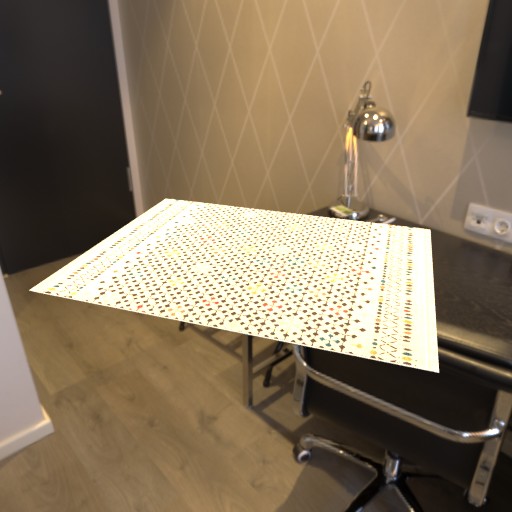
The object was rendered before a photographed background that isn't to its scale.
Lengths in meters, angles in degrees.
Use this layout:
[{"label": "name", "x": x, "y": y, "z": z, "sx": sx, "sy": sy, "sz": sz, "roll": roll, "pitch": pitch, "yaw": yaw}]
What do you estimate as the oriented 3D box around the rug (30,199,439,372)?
[{"label": "rug", "x": 0.000, "y": 0.000, "z": 2.063, "sx": 1.556, "sy": 0.006, "sz": 1.146, "roll": 8, "pitch": 28, "yaw": 16}]
